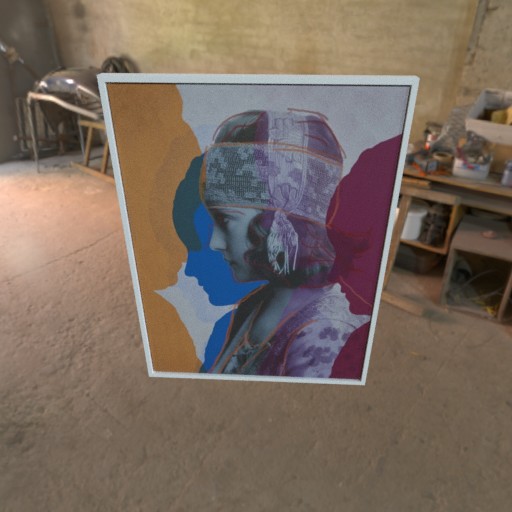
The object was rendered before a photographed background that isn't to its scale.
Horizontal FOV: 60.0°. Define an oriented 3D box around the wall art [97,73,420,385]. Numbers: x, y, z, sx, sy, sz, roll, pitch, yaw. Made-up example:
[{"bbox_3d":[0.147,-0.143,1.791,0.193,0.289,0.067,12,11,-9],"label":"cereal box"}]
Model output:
[{"bbox_3d":[0.000,0.000,1.375,0.795,1.050,0.039,2,31,3],"label":"wall art"}]
